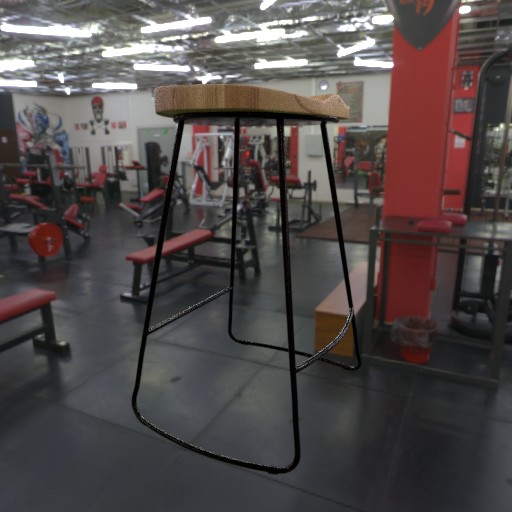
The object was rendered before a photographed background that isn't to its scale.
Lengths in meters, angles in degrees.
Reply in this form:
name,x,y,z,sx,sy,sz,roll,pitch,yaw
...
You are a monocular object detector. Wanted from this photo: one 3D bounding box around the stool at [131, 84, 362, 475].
name,x,y,z,sx,sy,sz,roll,pitch,yaw
stool,0.000,0.000,0.972,0.401,0.679,0.480,8,16,28
